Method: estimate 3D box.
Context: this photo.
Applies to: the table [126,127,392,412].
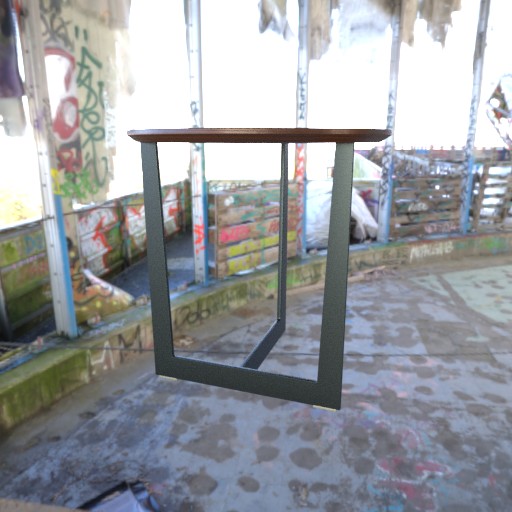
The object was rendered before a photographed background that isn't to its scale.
[{"bbox_3d":[0.000,0.000,0.878,0.477,0.476,0.494,2,15,9],"label":"table"}]
